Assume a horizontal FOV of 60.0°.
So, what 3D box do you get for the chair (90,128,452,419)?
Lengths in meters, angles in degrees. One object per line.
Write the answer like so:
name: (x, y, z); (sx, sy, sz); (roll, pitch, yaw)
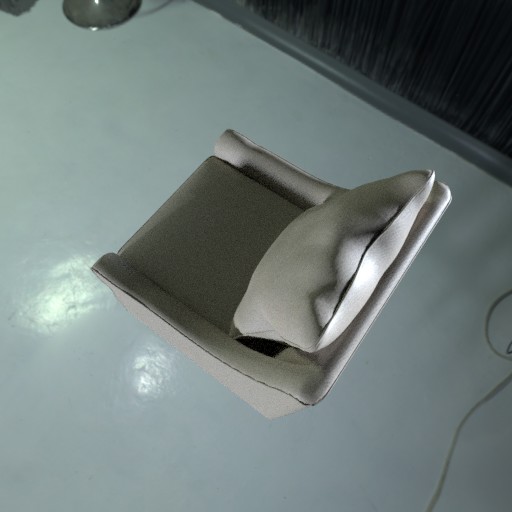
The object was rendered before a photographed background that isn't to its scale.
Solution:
chair: (0.000, 0.000, 1.551); (0.876, 0.942, 0.760); (33, 69, 15)
